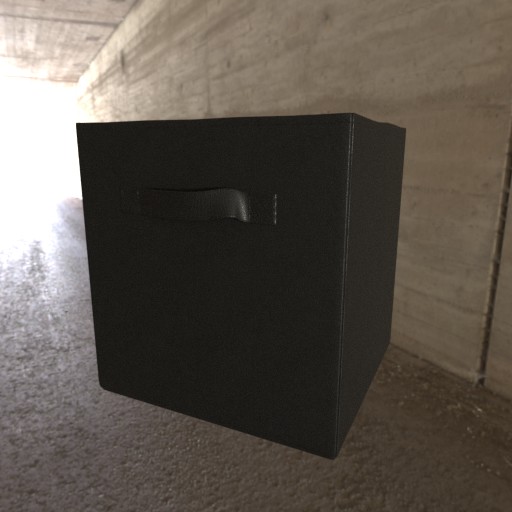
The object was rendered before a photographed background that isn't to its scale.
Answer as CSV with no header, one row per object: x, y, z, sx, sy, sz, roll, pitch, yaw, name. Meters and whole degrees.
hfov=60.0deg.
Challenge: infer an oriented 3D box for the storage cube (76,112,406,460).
0.000,0.000,0.494,0.270,0.280,0.270,7,15,25,storage cube
